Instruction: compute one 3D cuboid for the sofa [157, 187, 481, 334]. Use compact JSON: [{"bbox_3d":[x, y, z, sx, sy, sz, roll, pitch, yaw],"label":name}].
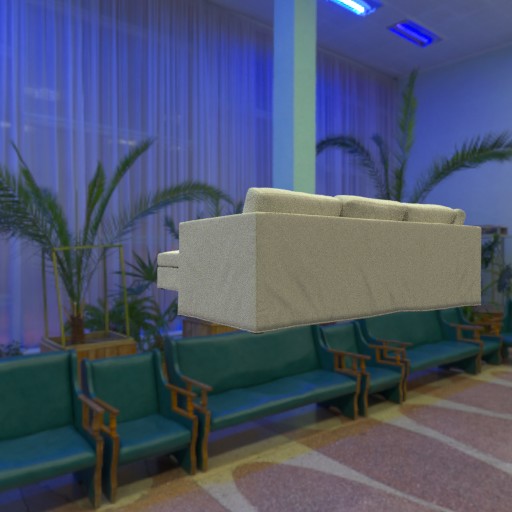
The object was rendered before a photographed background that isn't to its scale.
[{"bbox_3d":[0.000,0.000,4.587,2.448,0.882,3.464,0,0,-35],"label":"sofa"}]
